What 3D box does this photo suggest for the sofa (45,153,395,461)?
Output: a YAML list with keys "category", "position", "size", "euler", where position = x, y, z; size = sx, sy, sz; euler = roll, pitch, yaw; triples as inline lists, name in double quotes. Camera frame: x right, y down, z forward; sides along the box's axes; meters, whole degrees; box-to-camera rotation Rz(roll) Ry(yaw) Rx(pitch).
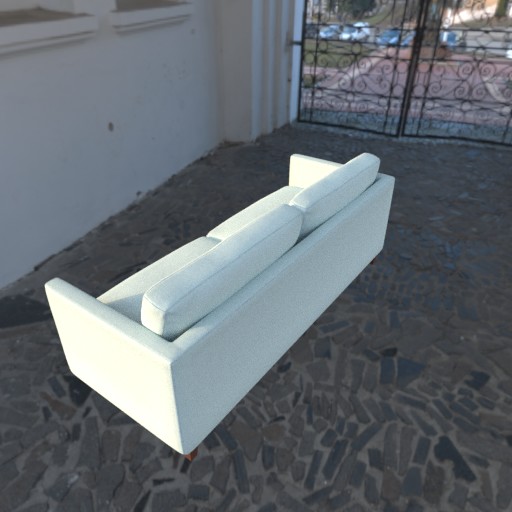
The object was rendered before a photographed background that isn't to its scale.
- category: "sofa"
  position: [0.000, 0.000, 2.973]
  size: [0.948, 0.965, 2.434]
  euler: [21, 38, 30]
